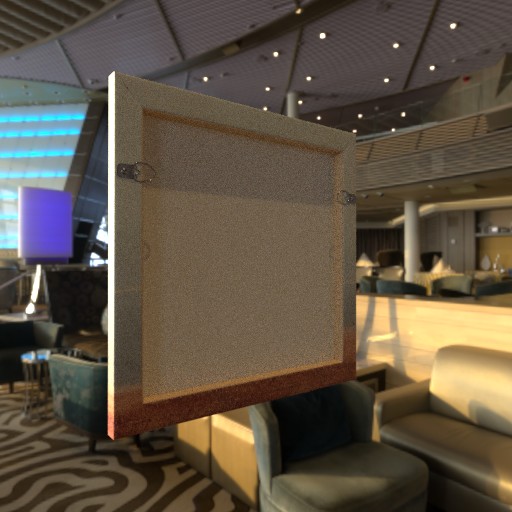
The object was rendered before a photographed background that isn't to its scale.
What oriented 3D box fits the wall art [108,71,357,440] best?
[{"bbox_3d":[0.000,0.000,0.920,0.605,0.605,0.034,0,0,-37],"label":"wall art"}]
